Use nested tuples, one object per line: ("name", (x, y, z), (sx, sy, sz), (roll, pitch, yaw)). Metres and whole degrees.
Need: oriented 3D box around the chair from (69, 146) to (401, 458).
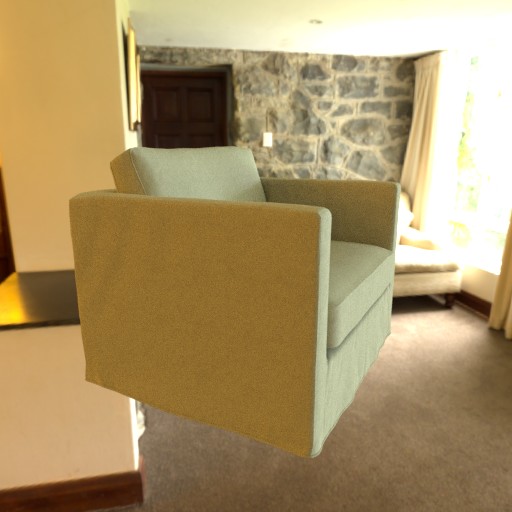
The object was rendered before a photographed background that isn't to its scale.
("chair", (0.000, 0.000, 1.795), (0.949, 0.863, 1.057), (7, 16, 27))
